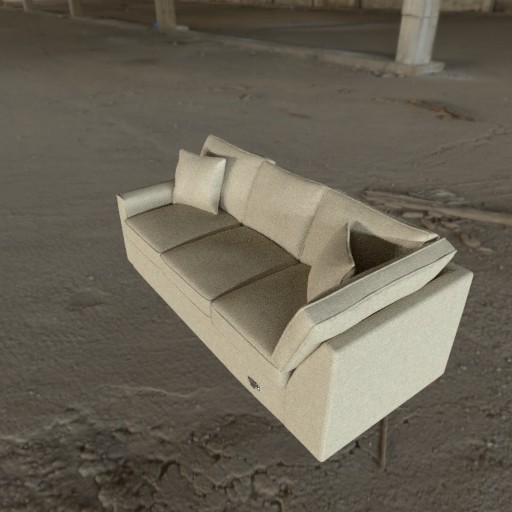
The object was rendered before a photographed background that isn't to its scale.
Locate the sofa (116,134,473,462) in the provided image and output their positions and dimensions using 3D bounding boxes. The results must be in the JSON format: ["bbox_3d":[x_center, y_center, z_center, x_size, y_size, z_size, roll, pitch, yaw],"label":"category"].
[{"bbox_3d":[0.000,0.000,2.895,1.061,0.962,2.317,-21,37,-30],"label":"sofa"}]
